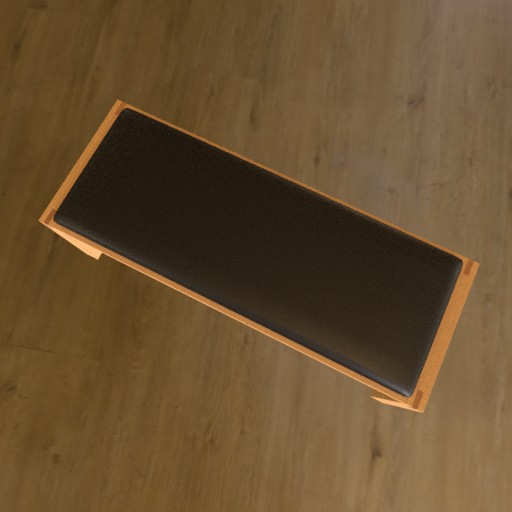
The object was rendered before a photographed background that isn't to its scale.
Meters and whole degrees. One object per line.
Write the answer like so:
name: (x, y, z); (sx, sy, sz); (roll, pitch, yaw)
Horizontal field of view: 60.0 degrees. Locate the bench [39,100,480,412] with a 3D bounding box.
bench: (0.000, 0.000, 1.441); (1.202, 0.430, 0.450); (26, 77, 6)
